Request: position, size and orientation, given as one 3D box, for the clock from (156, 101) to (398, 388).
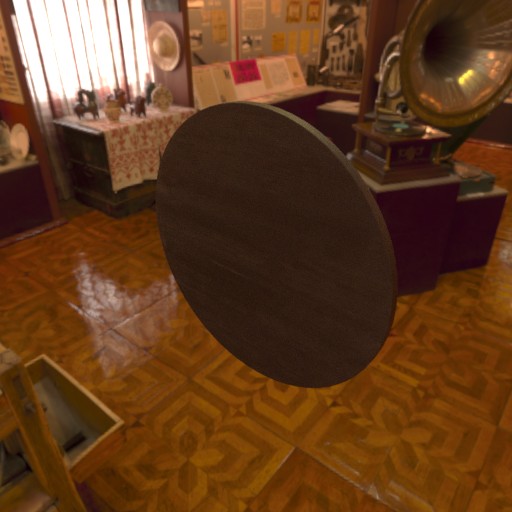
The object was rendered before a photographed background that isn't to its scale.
[{"bbox_3d":[0.000,0.000,0.895,0.595,0.595,0.029,23,37,34],"label":"clock"}]
